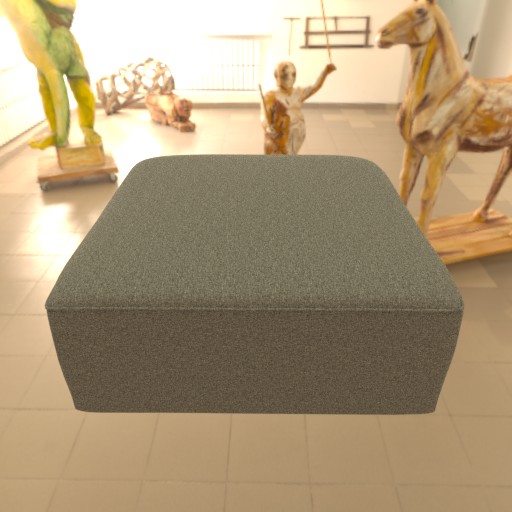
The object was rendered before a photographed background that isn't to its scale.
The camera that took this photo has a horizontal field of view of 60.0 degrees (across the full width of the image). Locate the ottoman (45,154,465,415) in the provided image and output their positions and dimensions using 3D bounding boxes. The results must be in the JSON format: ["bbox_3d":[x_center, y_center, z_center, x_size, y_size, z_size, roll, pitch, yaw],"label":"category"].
[{"bbox_3d":[0.000,0.000,1.538,1.015,0.464,1.005,0,32,0],"label":"ottoman"}]
